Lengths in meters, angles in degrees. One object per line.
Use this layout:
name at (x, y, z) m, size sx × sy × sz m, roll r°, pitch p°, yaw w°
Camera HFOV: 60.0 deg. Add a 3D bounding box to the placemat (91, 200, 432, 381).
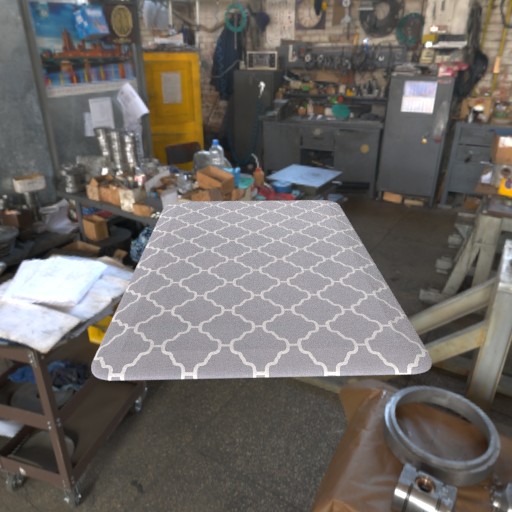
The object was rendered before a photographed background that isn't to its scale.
placemat at (0.000, 0.000, 0.970) m, size 0.508 × 0.021 × 0.762 m, roll -1°, pitch 26°, yaw -2°
